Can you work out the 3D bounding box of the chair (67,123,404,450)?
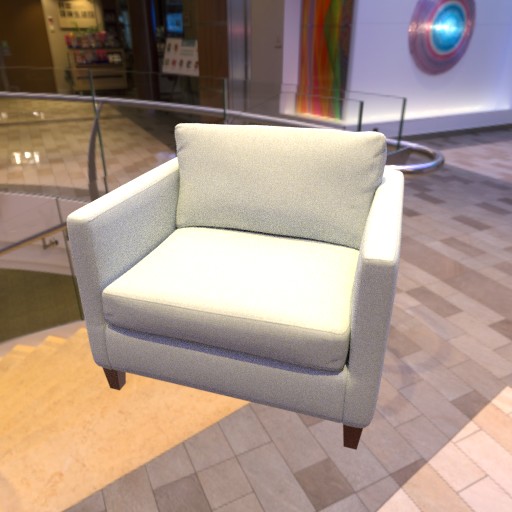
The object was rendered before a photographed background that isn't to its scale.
[{"bbox_3d":[0.000,0.000,1.834,1.107,0.961,0.953,8,28,16],"label":"chair"}]
